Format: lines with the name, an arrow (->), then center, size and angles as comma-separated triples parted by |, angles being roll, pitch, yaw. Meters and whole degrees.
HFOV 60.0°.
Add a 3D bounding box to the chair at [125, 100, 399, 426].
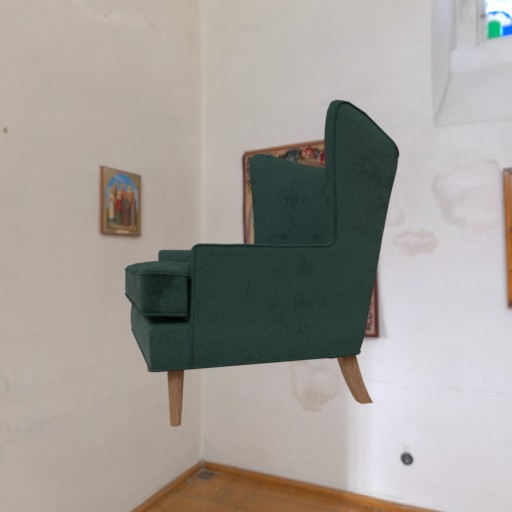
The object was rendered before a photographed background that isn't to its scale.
chair -> 0.000, 0.000, 1.656 | 0.910, 0.952, 0.793 | 0, -1, -19
